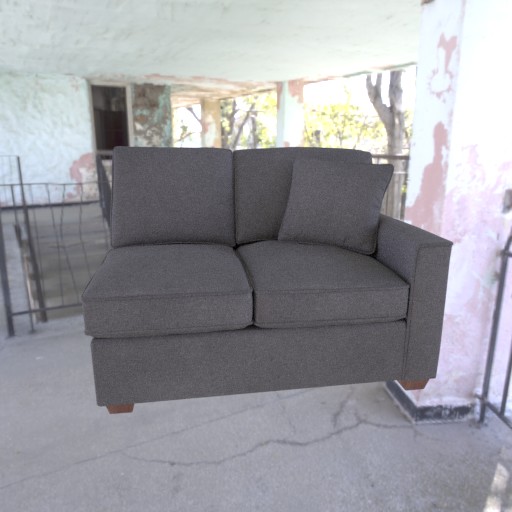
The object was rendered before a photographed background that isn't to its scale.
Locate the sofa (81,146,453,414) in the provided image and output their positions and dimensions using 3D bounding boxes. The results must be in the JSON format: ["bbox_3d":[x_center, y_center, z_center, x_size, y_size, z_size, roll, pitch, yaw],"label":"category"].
[{"bbox_3d":[0.000,0.000,2.067,1.388,0.989,0.991,-2,15,-8],"label":"sofa"}]
